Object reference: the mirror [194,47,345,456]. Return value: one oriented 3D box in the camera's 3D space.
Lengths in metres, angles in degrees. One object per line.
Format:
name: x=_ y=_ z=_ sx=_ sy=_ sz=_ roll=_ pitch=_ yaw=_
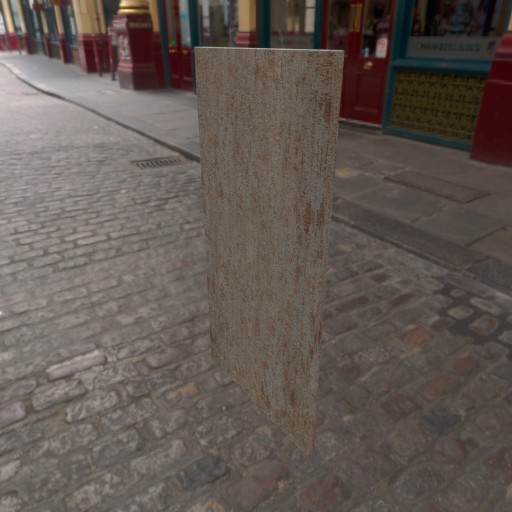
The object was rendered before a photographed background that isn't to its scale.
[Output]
mirror: x=0.000 y=0.000 z=1.088 sx=0.027 sy=0.922 sz=0.472 roll=-17 pitch=31 yaw=-31
